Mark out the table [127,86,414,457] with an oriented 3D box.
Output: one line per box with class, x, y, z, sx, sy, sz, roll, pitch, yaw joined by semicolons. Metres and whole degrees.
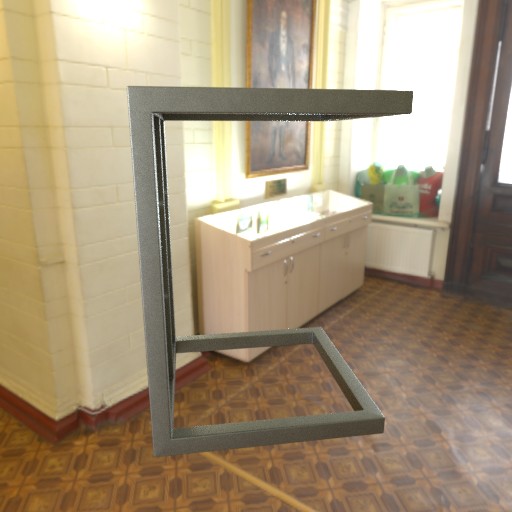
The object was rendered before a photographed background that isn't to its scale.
table;0.000;0.000;0.909;0.420;0.609;0.405;-2;16;-9
